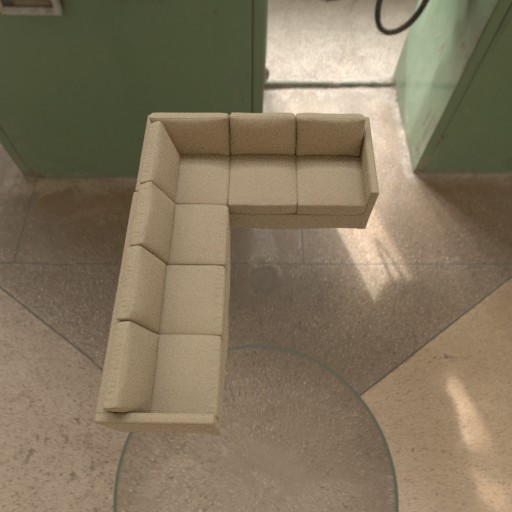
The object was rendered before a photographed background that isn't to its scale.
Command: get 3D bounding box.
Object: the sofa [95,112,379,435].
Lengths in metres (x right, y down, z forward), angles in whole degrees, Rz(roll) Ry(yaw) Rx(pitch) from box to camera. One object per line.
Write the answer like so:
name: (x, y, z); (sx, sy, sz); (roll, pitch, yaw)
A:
sofa: (0.000, 0.000, 4.314); (2.432, 0.871, 3.182); (1, 63, 0)
